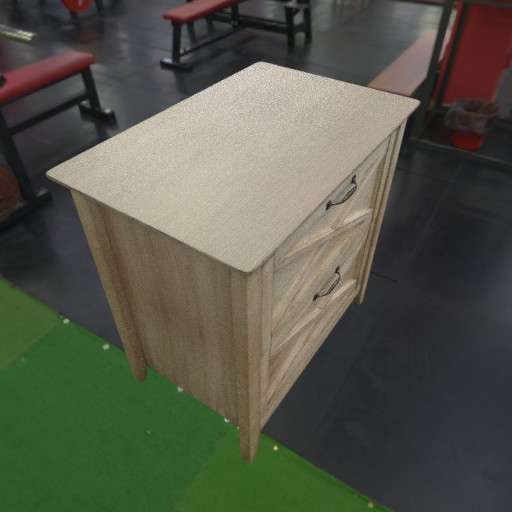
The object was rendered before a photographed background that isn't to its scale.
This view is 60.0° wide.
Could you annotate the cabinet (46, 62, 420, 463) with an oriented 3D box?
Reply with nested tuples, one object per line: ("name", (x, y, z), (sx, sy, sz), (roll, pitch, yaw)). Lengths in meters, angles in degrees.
("cabinet", (0.000, 0.000, 1.262), (0.503, 0.762, 0.763), (25, 48, 25))
